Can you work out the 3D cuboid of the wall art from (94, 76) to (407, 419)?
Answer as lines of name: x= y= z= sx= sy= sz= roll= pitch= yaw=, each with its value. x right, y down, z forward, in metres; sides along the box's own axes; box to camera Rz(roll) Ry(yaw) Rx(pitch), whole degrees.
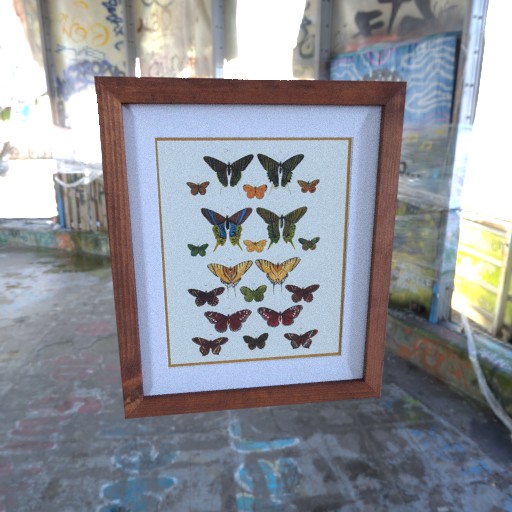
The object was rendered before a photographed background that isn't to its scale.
wall art: x=0.000 y=0.000 z=0.607 sx=0.377 sy=0.449 sz=0.039 roll=-2 pitch=15 yaw=-8
